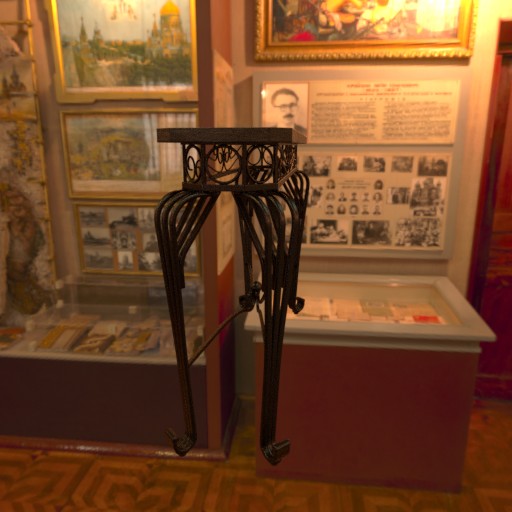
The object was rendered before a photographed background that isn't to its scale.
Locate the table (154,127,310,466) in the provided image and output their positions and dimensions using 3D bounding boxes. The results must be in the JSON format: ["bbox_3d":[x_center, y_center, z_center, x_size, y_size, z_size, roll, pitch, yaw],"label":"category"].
[{"bbox_3d":[0.000,0.000,1.509,0.329,0.800,1.112,2,14,8],"label":"table"}]
